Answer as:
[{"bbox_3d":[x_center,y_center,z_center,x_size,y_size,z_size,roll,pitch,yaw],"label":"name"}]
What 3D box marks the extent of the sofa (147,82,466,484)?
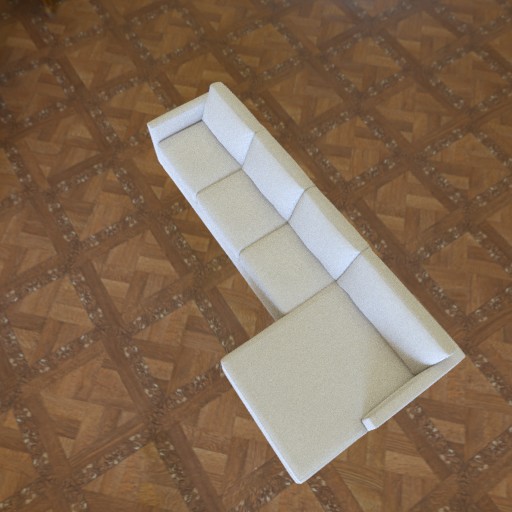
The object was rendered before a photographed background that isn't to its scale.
[{"bbox_3d":[0.000,0.000,4.064,1.599,0.954,3.471,-32,68,-14],"label":"sofa"}]
